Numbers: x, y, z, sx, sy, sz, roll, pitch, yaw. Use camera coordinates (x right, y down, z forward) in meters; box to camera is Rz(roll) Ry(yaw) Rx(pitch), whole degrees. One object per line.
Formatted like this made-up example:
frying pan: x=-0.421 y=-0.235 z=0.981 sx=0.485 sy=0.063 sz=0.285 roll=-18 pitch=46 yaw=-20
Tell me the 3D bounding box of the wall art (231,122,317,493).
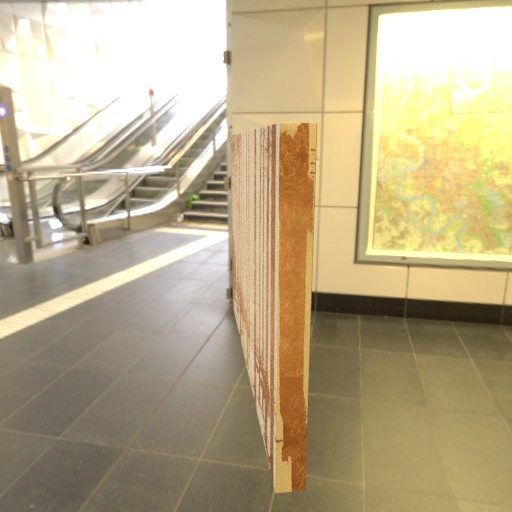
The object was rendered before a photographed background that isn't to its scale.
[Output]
wall art: x=0.000 y=0.000 z=0.750 sx=0.035 sy=0.405 sz=0.609 roll=-2 pitch=14 yaw=-7
